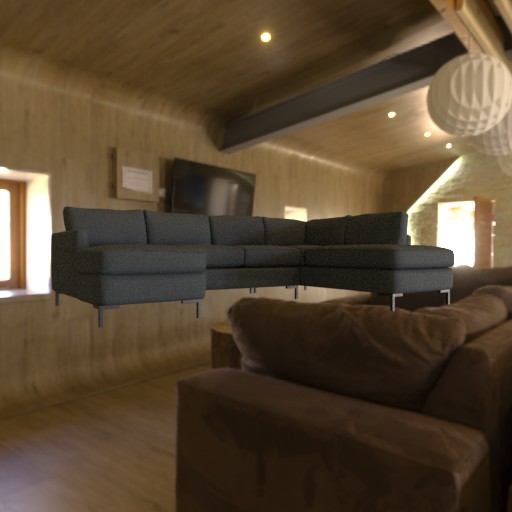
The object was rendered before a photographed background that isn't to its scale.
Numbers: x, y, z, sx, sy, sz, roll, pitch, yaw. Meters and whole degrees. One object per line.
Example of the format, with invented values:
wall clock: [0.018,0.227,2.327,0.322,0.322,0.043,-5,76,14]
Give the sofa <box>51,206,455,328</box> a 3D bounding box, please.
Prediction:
sofa: [0.000,0.000,3.856,2.975,0.858,1.984,0,0,-35]
